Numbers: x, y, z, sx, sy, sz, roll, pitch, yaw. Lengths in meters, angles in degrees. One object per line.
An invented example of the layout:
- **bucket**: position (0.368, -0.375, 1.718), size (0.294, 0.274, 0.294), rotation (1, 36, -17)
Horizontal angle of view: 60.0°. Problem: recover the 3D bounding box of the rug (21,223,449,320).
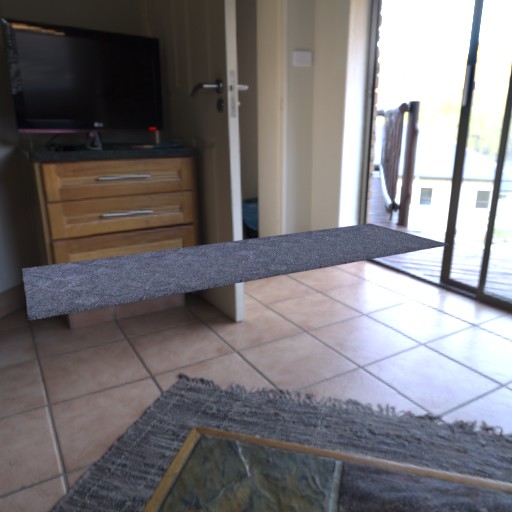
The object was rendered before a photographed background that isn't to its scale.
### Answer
- **rug**: position (0.000, 0.000, 2.450), size (2.296, 0.011, 0.691), rotation (-9, 18, -27)
